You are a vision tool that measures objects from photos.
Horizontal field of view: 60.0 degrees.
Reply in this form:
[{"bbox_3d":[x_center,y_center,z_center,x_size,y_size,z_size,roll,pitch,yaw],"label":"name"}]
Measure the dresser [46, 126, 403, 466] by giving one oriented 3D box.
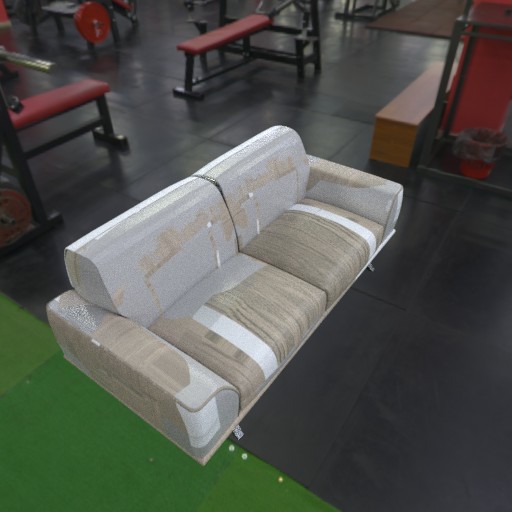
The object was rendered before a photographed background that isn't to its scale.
[{"bbox_3d":[0.000,0.000,5.803,2.251,1.863,4.679,25,45,27],"label":"dresser"}]
